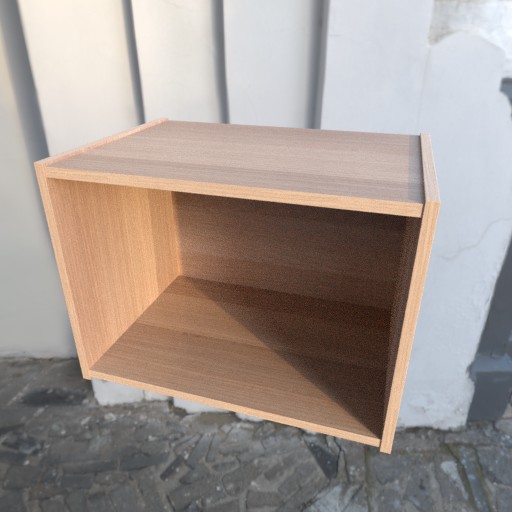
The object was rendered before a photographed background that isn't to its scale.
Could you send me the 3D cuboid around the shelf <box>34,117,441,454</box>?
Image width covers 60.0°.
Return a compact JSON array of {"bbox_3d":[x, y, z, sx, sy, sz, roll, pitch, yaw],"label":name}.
[{"bbox_3d":[0.000,0.000,0.617,0.415,0.305,0.290,8,28,15],"label":"shelf"}]
